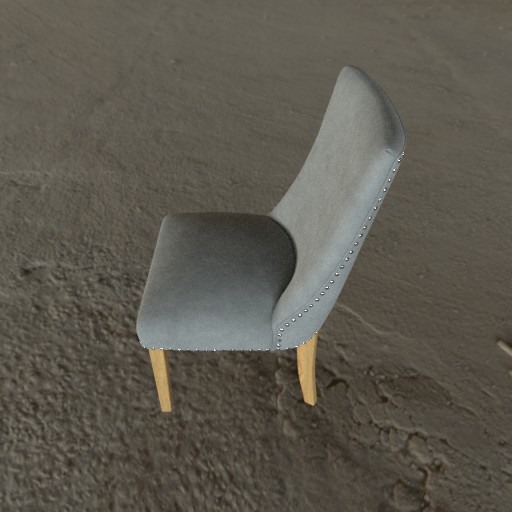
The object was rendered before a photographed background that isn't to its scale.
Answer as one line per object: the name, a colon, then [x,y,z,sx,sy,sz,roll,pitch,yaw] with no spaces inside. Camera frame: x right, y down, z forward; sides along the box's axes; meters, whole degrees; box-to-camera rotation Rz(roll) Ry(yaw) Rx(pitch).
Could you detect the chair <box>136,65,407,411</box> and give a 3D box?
chair: [0.000,0.000,1.252,0.610,0.902,0.495,0,41,0]
